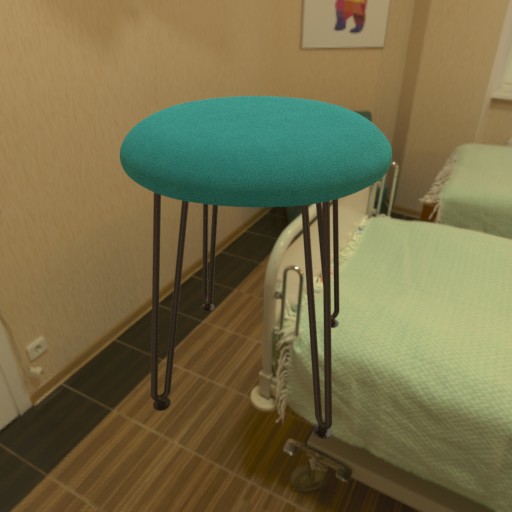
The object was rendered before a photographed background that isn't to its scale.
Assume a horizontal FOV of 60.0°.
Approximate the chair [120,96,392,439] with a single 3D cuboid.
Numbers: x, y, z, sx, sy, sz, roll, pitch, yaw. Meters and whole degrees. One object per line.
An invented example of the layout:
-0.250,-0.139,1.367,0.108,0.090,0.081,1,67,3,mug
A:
0.000,0.000,0.677,0.350,0.430,0.350,0,31,0,chair
